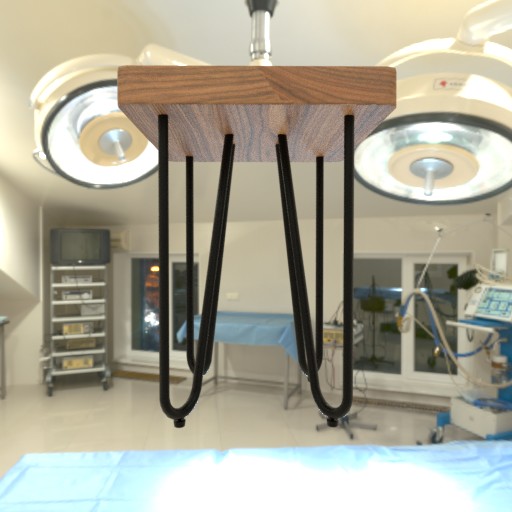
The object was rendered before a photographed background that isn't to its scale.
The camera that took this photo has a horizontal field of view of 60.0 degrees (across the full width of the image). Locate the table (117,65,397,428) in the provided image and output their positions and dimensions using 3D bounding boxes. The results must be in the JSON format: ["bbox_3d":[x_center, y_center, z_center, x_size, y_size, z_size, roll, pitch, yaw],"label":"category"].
[{"bbox_3d":[0.000,0.000,0.982,0.479,0.641,0.480,0,1,-1],"label":"table"}]
